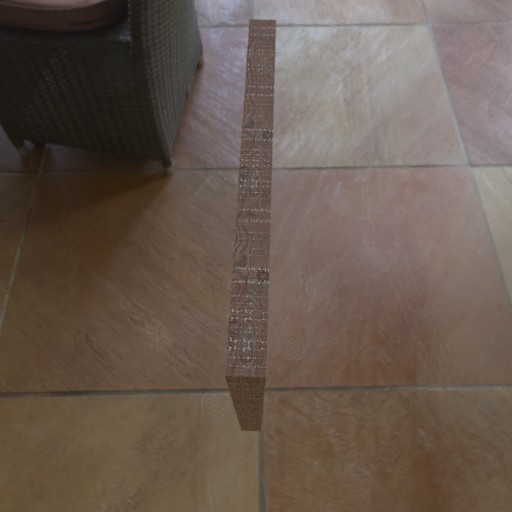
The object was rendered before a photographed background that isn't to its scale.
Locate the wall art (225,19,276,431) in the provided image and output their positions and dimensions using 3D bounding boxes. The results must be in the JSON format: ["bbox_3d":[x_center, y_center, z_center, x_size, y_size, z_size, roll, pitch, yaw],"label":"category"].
[{"bbox_3d":[0.000,0.000,0.785,0.040,0.531,0.531,2,63,1],"label":"wall art"}]
